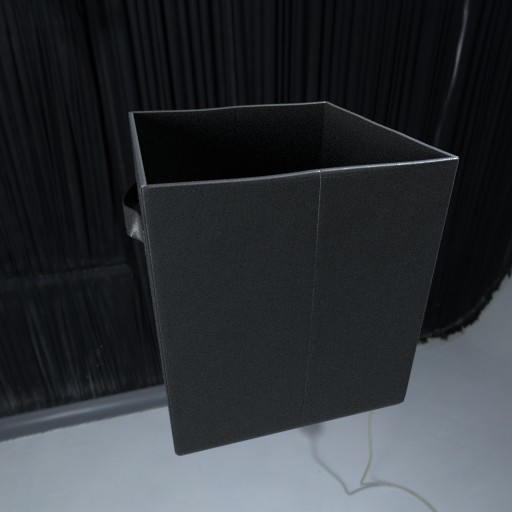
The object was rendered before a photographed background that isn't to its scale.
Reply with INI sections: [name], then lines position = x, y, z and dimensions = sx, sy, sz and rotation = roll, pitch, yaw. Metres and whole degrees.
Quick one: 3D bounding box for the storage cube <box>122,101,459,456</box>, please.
[storage cube]
position = 0.000, 0.000, 0.502
dimensions = 0.270, 0.280, 0.270
rotation = -8, 30, -14
